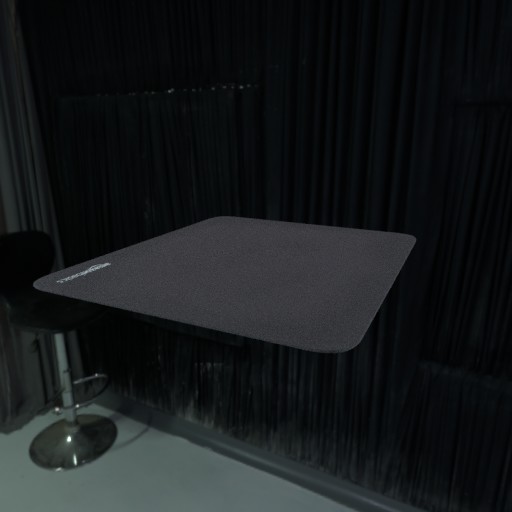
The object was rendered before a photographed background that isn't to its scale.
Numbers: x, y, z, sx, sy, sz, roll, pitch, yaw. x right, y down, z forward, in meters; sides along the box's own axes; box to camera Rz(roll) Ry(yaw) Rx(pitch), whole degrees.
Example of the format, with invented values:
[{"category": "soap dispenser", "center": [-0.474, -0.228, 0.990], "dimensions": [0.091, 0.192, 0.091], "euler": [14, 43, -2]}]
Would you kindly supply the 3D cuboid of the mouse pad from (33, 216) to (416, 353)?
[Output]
[{"category": "mouse pad", "center": [0.000, 0.000, 0.437], "dimensions": [0.269, 0.002, 0.315], "euler": [8, 18, 25]}]
